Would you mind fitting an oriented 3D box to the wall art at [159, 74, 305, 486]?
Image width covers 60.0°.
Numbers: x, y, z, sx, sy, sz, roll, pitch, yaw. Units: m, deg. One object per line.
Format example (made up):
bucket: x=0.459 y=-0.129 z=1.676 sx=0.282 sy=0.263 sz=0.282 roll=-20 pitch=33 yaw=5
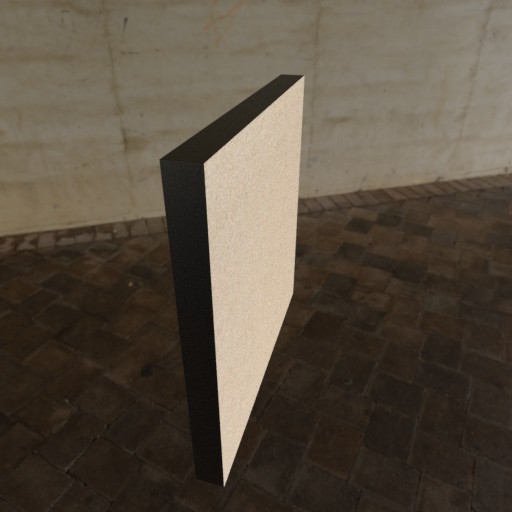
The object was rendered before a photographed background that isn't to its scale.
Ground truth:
wall art: x=0.000 y=0.000 z=0.478 sx=0.029 sy=0.318 sz=0.327 roll=8 pitch=32 yaw=13
